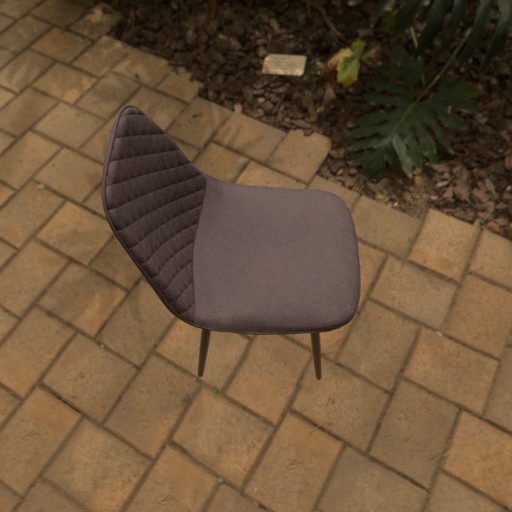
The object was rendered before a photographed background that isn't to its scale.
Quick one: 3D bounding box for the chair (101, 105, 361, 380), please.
[{"bbox_3d":[0.000,0.000,1.218,0.561,0.889,0.472,1,62,1],"label":"chair"}]
